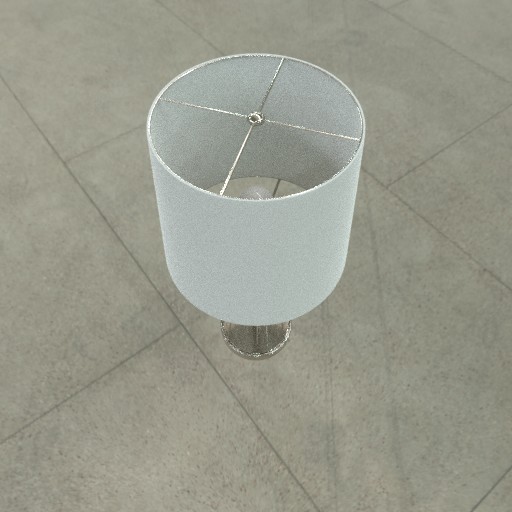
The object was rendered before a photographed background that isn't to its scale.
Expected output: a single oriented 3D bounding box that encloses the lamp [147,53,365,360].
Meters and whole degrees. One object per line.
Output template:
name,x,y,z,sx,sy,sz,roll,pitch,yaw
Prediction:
lamp,0.000,0.000,0.782,0.303,0.618,0.303,0,57,0
